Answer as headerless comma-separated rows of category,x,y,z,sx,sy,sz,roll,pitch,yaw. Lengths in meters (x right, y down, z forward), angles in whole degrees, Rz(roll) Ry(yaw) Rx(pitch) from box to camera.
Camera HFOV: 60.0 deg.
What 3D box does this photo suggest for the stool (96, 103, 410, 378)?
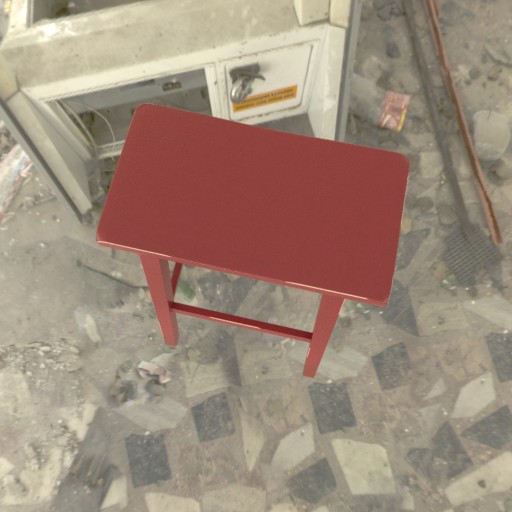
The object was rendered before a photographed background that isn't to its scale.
stool,0.000,0.000,1.032,0.457,0.737,0.476,12,76,3
